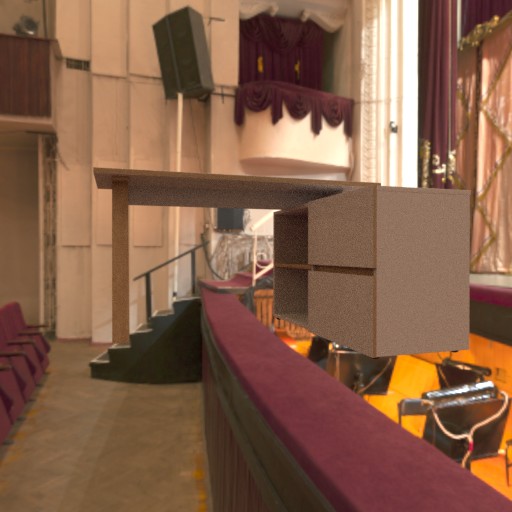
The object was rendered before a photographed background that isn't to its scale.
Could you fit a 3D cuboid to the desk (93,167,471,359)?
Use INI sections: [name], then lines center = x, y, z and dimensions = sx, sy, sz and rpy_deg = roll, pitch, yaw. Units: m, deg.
[desk]
center = 0.000, 0.000, 2.031
dimensions = 1.404, 0.755, 1.098
rpy_deg = 0, 0, -18
